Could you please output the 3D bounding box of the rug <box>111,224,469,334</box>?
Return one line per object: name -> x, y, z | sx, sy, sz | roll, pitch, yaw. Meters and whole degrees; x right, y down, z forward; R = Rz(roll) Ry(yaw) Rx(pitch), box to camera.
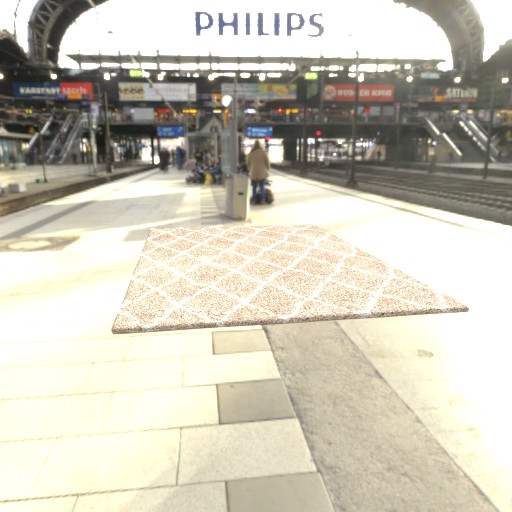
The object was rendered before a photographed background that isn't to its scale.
rug -> 0.000, 0.000, 3.442 | 1.778, 0.030, 2.743 | -2, 13, -9
